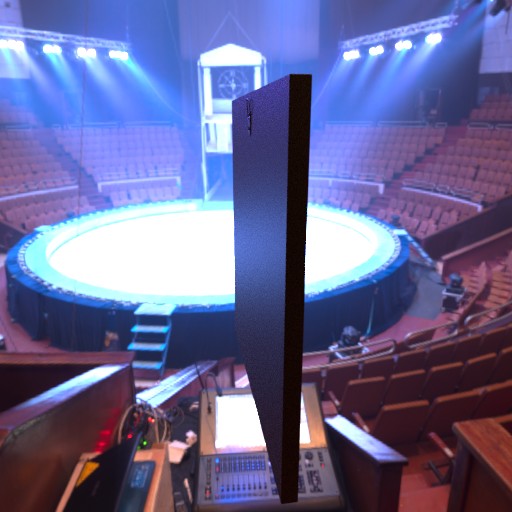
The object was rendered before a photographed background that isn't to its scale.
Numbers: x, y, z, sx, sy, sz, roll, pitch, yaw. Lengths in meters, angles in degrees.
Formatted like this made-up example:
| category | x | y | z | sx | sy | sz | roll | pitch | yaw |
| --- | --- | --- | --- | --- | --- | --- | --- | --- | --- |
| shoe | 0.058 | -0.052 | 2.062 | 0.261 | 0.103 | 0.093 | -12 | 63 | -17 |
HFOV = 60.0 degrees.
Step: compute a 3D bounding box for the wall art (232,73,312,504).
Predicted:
| category | x | y | z | sx | sy | sz | roll | pitch | yaw |
| --- | --- | --- | --- | --- | --- | --- | --- | --- | --- |
| wall art | 0.000 | 0.000 | 1.160 | 0.043 | 0.807 | 0.805 | -3 | 17 | -9 |
